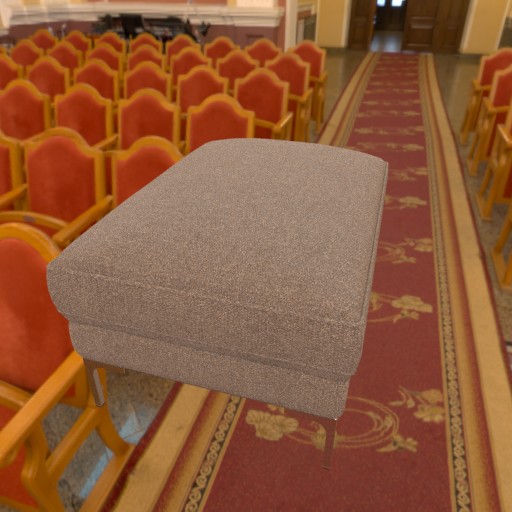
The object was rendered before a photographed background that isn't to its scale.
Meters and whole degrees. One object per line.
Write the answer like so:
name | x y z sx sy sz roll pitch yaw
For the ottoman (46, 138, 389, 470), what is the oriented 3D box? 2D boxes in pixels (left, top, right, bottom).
ottoman | 0.000 0.000 1.131 0.583 0.464 0.785 9 32 15
